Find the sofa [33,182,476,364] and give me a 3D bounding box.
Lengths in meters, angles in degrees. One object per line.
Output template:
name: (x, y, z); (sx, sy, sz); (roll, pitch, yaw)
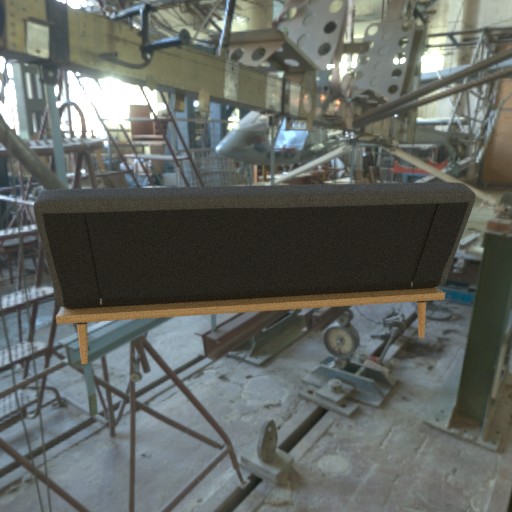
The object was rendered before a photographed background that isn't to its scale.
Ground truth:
sofa: (0.000, 0.000, 2.223); (1.820, 0.770, 0.820); (-2, 15, -9)
